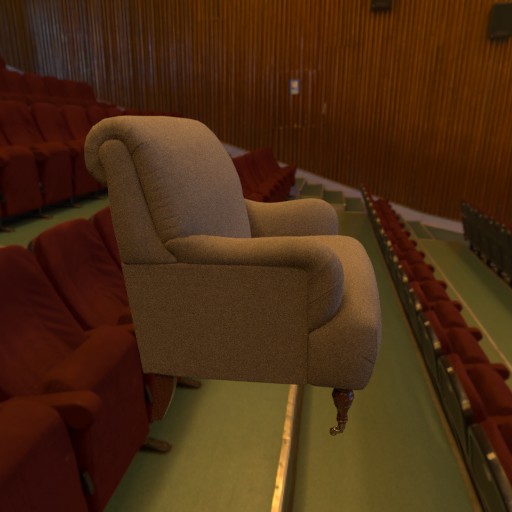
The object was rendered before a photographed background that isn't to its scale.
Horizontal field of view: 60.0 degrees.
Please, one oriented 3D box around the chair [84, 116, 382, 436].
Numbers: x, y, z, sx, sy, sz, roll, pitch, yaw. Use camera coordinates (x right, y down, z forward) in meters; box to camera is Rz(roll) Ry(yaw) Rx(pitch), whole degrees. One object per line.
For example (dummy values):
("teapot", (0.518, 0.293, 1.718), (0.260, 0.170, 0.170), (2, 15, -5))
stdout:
("chair", (0.000, 0.000, 1.563), (0.843, 0.942, 0.766), (3, 17, 8))
